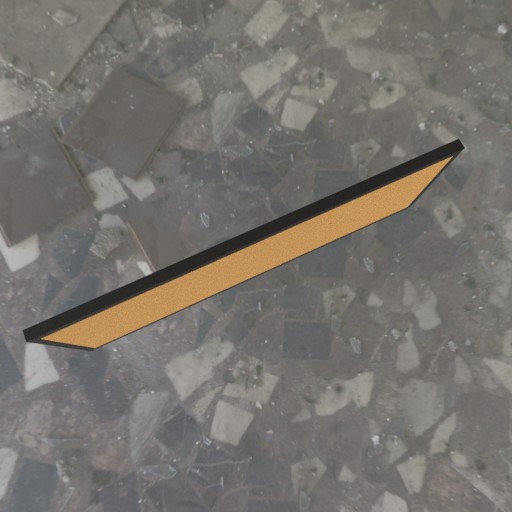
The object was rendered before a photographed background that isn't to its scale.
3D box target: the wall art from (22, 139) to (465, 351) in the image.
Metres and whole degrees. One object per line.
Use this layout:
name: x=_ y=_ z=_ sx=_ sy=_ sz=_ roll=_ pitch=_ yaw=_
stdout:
wall art: x=0.000 y=0.000 z=1.718 sx=1.572 sy=0.554 sz=0.041 roll=-24 pitch=76 yaw=-6
